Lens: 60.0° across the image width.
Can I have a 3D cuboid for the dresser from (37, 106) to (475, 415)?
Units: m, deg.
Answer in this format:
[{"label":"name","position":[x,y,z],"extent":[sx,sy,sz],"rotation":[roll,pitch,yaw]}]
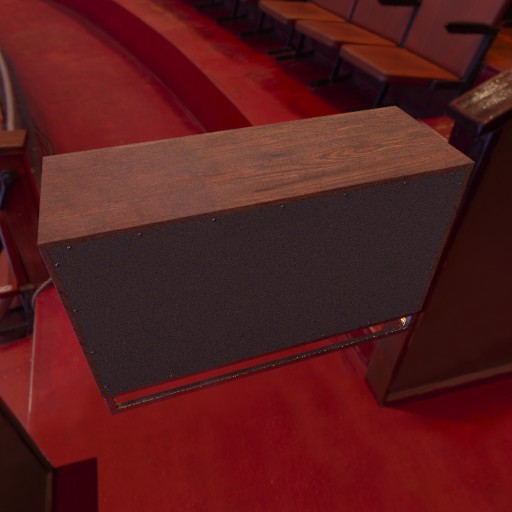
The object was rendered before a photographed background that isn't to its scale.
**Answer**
[{"label":"dresser","position":[0.000,0.000,2.152],"extent":[1.646,1.061,0.623],"rotation":[-12,43,-14]}]
